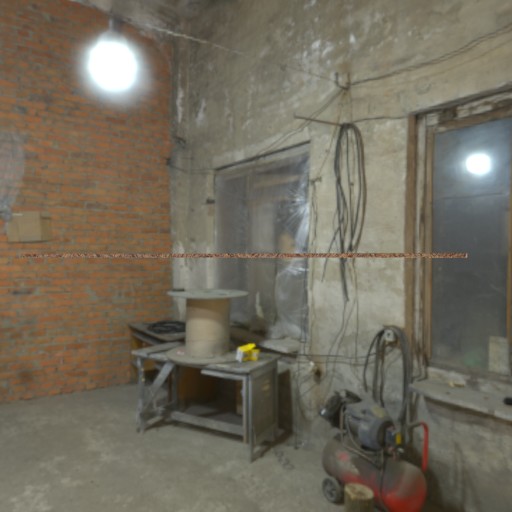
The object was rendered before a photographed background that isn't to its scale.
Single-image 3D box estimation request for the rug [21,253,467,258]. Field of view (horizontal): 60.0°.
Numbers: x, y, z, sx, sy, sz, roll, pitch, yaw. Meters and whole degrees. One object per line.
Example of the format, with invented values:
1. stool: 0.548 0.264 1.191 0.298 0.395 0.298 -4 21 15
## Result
1. rug: 0.000 0.000 2.851 2.285 0.019 1.523 0 0 18
